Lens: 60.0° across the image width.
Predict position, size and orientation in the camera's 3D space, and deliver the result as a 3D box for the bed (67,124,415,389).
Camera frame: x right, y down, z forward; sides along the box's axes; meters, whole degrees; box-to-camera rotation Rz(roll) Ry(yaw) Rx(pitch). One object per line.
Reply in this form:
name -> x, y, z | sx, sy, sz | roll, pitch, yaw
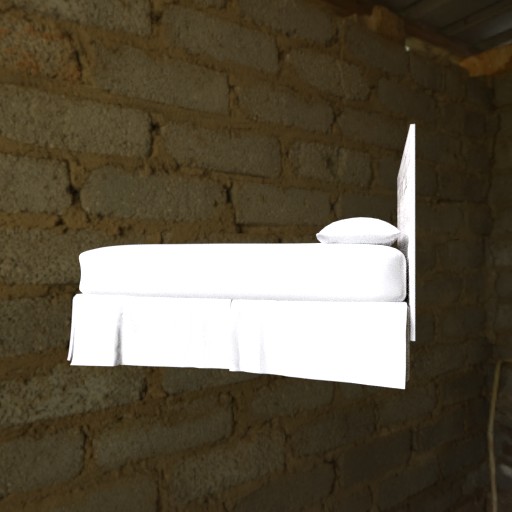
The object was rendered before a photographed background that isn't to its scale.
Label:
bed -> 0.000, 0.000, 3.260 | 2.094, 1.335, 1.745 | 0, 0, 15
